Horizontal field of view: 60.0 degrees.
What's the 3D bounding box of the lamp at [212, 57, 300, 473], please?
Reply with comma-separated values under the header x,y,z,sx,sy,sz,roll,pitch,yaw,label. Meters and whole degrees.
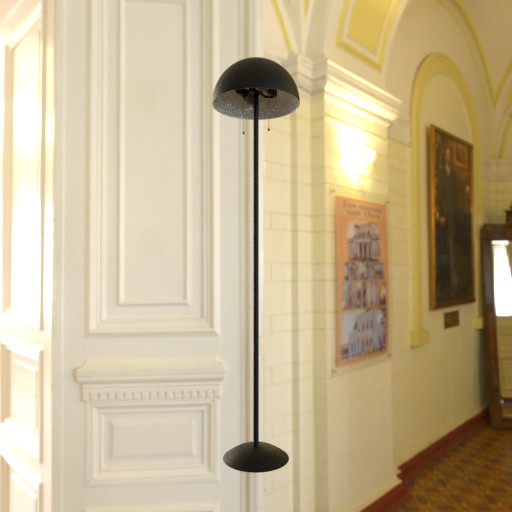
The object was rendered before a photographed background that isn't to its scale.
x,y,z,sx,sy,sz,roll,pitch,yaw,label
0.000,0.000,1.647,0.328,1.480,0.328,0,-2,-1,lamp
